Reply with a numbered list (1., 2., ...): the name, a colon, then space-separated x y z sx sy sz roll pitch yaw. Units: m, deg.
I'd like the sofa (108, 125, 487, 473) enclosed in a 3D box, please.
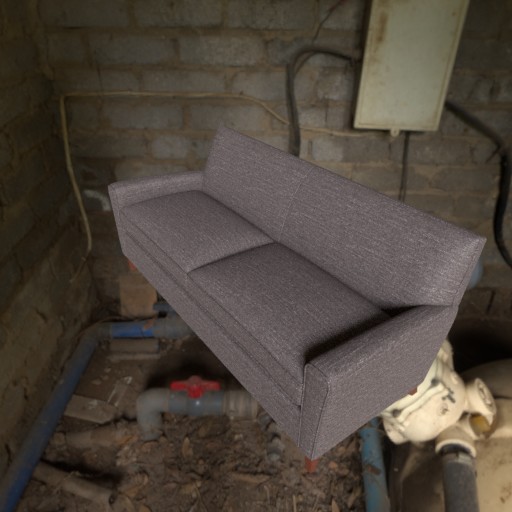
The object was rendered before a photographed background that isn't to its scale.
1. sofa: 0.000 0.000 2.396 0.875 0.846 1.976 -21 38 -30
